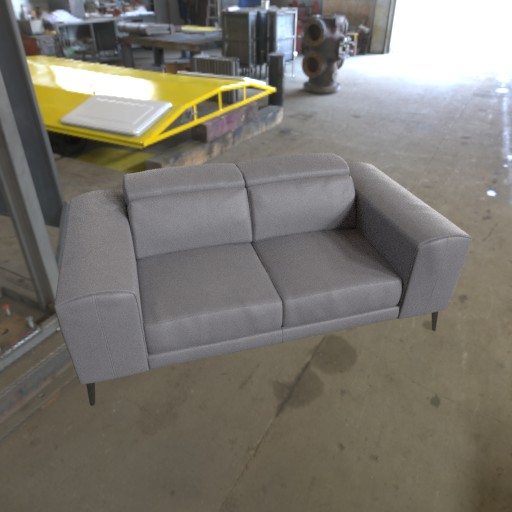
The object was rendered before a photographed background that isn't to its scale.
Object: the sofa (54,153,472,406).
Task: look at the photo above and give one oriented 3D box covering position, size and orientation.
[{"bbox_3d":[0.000,0.000,2.403,1.895,0.779,1.003,-9,34,-13],"label":"sofa"}]
